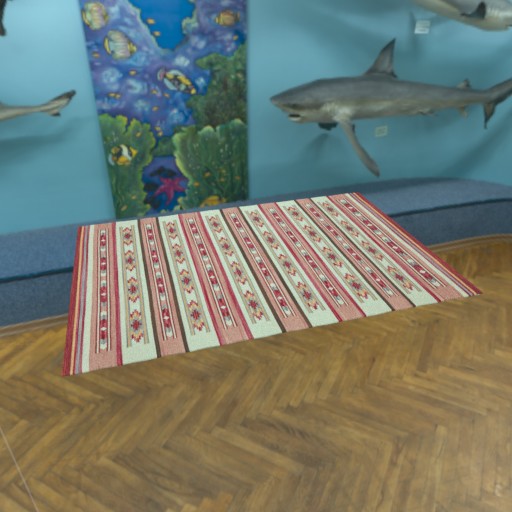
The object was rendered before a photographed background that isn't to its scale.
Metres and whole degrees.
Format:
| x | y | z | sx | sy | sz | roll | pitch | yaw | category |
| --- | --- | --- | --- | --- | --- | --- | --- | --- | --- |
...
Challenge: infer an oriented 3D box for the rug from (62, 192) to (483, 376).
| x | y | z | sx | sy | sz | roll | pitch | yaw | category |
| --- | --- | --- | --- | --- | --- | --- | --- | --- | --- |
| 0.000 | 0.000 | 2.316 | 1.817 | 0.008 | 1.223 | -9 | 32 | -14 | rug |
